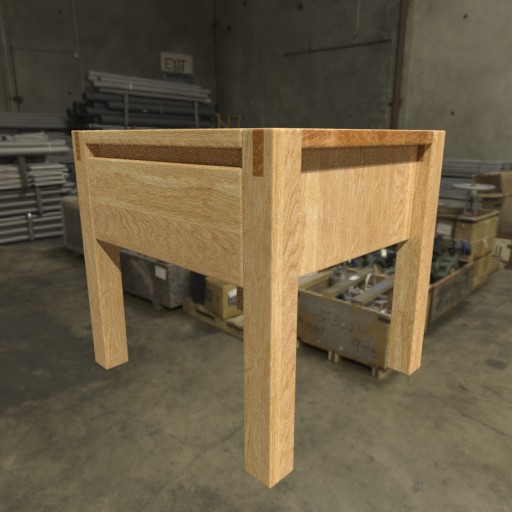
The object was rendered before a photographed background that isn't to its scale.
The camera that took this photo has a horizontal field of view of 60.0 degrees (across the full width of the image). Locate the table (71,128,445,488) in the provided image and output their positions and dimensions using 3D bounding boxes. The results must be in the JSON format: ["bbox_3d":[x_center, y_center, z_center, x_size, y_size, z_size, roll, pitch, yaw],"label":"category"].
[{"bbox_3d":[0.000,0.000,0.827,0.480,0.450,0.440,14,21,42],"label":"table"}]
